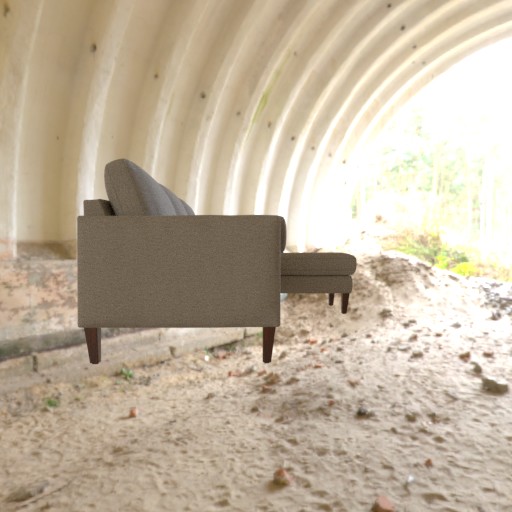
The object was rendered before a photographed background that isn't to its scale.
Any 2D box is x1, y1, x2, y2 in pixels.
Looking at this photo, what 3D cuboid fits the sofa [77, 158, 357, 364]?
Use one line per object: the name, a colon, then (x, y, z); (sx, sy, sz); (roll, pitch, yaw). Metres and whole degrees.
sofa: (0.000, 0.000, 2.883); (1.506, 0.875, 2.178); (0, 0, -1)
